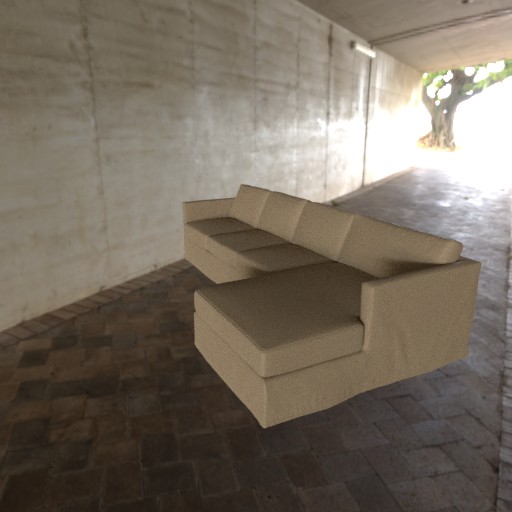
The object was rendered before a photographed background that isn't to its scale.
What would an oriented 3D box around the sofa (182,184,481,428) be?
[{"bbox_3d":[0.000,0.000,3.870,1.622,0.871,3.206,-9,18,-27],"label":"sofa"}]
